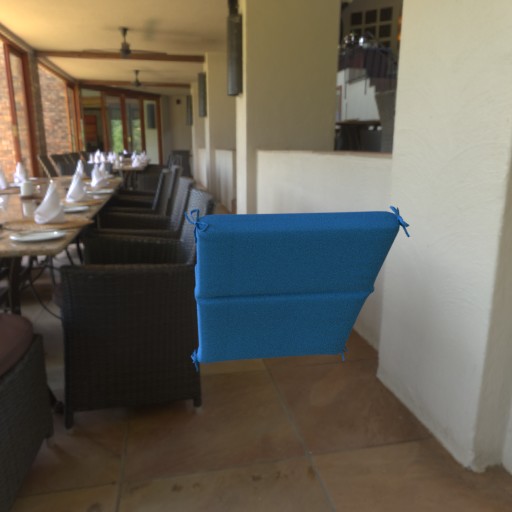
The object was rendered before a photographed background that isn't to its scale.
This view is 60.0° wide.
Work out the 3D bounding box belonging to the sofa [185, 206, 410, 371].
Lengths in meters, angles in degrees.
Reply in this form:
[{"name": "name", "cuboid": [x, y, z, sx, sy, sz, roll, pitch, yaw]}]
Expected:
[{"name": "sofa", "cuboid": [0.000, 0.000, 1.926, 0.582, 0.622, 1.663, -2, 14, -8]}]
